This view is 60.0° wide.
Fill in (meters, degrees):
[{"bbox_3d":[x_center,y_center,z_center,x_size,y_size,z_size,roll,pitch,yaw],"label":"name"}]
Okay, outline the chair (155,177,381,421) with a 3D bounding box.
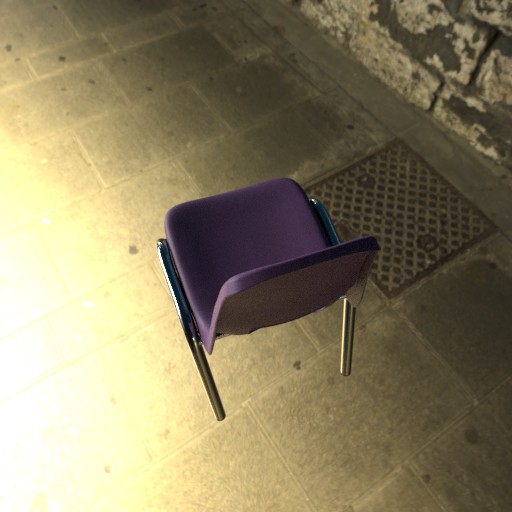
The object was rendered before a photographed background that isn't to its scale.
[{"bbox_3d":[0.000,0.000,0.847,0.356,0.584,0.419,-16,60,-10],"label":"chair"}]
